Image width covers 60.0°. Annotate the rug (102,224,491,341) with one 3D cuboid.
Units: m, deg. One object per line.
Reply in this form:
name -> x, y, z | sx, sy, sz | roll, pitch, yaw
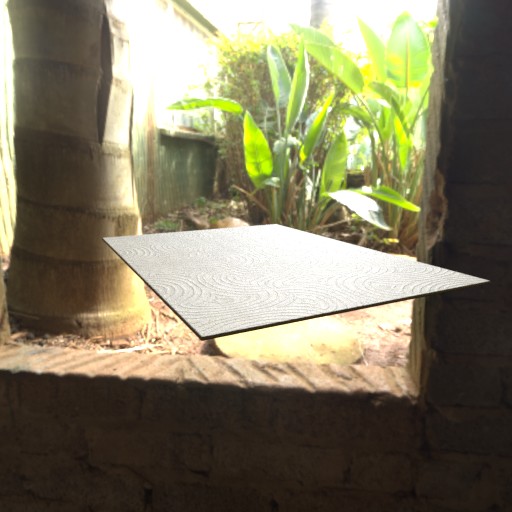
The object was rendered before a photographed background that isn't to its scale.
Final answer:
rug -> 0.000, 0.000, 2.779 | 1.526, 0.015, 2.132 | -6, 14, -27
